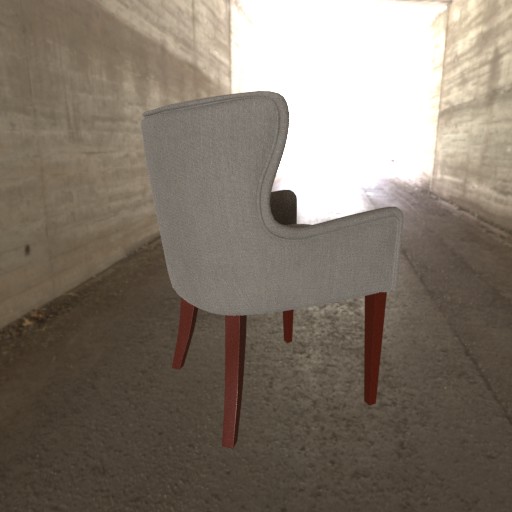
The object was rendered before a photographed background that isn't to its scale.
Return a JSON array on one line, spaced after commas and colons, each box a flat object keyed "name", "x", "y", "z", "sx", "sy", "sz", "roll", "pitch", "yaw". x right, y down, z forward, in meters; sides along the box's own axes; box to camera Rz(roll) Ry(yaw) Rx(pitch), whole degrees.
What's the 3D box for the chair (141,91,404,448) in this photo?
[{"name": "chair", "x": 0.000, "y": 0.000, "z": 1.460, "sx": 0.677, "sy": 0.948, "sz": 0.732, "roll": -7, "pitch": 15, "yaw": -26}]
